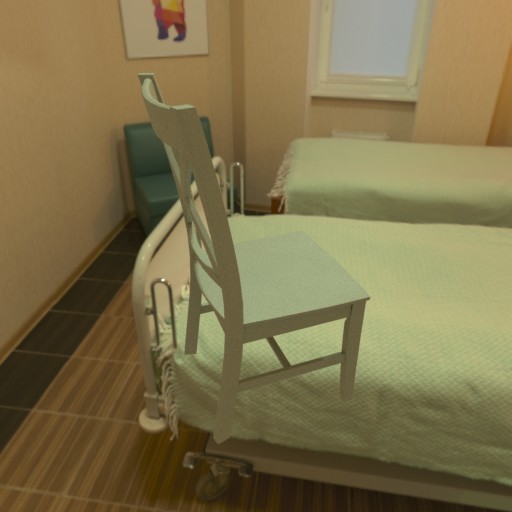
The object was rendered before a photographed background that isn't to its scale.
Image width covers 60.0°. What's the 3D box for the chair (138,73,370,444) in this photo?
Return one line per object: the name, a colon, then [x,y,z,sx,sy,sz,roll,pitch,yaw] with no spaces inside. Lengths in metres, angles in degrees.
chair: [0.000,0.000,1.326,0.542,0.983,0.485,-11,32,-18]
